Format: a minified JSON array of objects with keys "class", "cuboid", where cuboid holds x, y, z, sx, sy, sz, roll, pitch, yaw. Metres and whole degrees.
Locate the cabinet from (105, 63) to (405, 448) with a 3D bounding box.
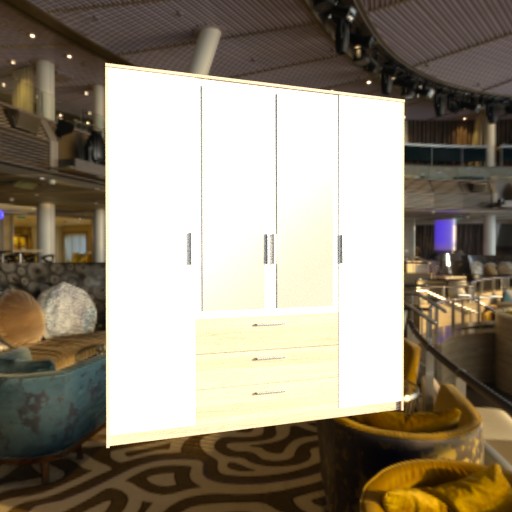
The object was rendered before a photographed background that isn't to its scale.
[{"class":"cabinet","cuboid":[0.000,0.000,2.930,1.870,2.060,0.620,0,1,-18]}]
